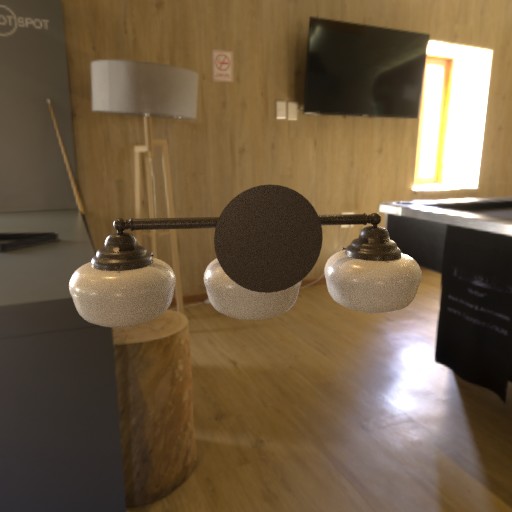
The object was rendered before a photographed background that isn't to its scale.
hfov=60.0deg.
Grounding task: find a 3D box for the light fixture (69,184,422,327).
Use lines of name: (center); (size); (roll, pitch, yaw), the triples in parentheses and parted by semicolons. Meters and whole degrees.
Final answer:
light fixture: (0.000, 0.000, 0.704); (0.587, 0.242, 0.239); (-2, 13, -8)
